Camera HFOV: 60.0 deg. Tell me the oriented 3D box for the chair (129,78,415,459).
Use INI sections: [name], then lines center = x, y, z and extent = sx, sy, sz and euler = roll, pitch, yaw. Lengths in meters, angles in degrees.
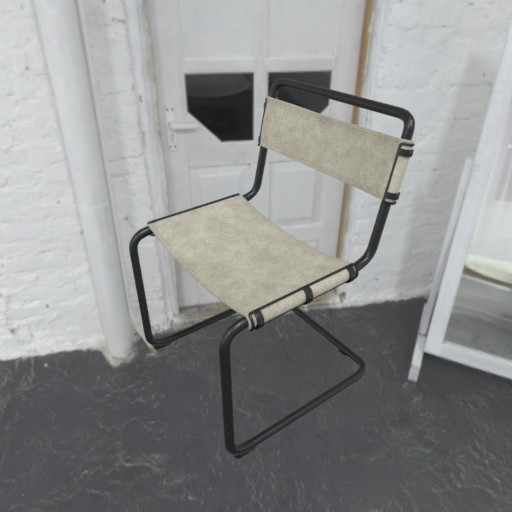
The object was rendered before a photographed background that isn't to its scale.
[chair]
center = 0.000, 0.000, 1.130
extent = 0.497, 0.747, 0.499
euler = -21, 38, -30
